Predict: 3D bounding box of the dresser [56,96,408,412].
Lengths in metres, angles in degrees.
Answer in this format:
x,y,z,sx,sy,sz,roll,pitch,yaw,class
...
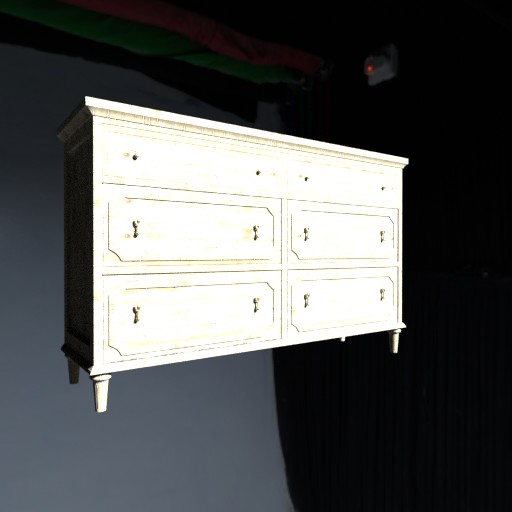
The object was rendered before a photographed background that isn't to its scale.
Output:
x,y,z,sx,sy,sz,roll,pitch,yaw,class
0.000,0.000,2.052,1.626,1.016,0.457,0,1,-35,dresser
